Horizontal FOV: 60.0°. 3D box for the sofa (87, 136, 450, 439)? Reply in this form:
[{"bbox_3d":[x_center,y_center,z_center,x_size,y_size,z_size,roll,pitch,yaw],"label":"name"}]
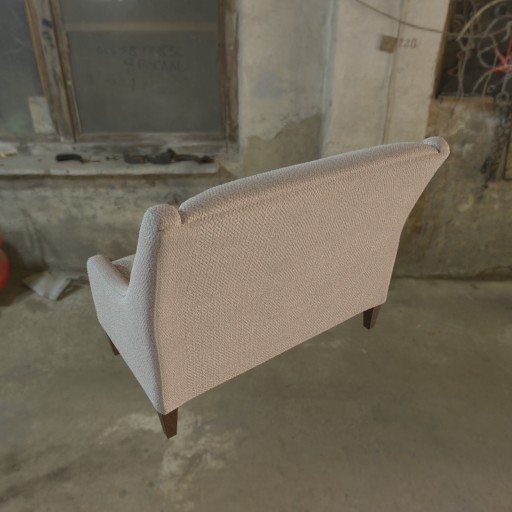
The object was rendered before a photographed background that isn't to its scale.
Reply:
[{"bbox_3d":[0.000,0.000,1.916,1.242,1.022,0.870,-19,35,-30],"label":"sofa"}]
